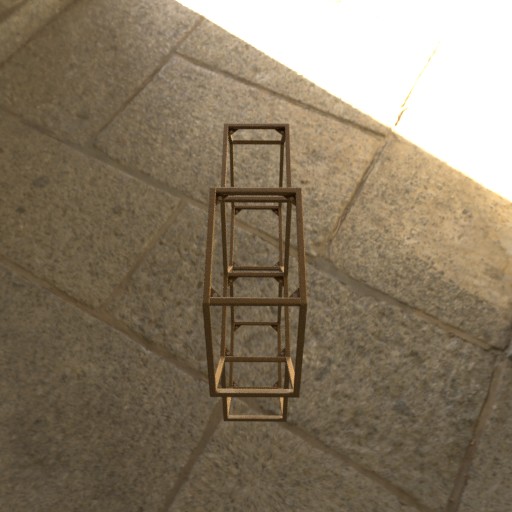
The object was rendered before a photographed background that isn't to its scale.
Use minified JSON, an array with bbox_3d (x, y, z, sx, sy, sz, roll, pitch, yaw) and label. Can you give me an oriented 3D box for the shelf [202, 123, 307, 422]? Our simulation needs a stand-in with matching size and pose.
[{"bbox_3d":[0.000,0.000,1.060,0.150,0.701,0.708,0,63,0],"label":"shelf"}]
